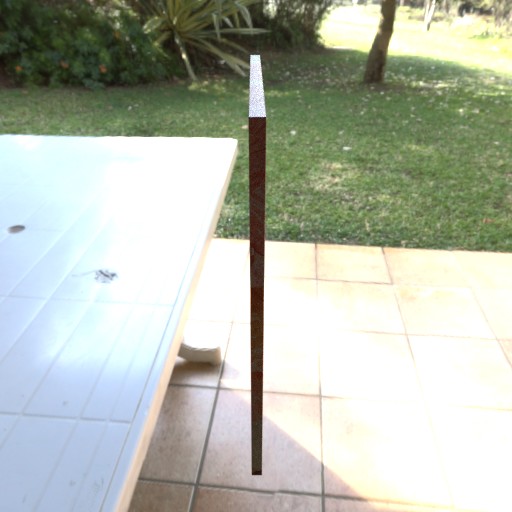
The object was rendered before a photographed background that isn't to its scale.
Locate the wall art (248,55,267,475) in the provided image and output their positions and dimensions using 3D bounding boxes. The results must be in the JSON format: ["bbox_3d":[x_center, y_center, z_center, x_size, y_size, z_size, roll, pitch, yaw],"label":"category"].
[{"bbox_3d":[0.000,0.000,1.334,0.031,1.015,0.762,0,32,0],"label":"wall art"}]
